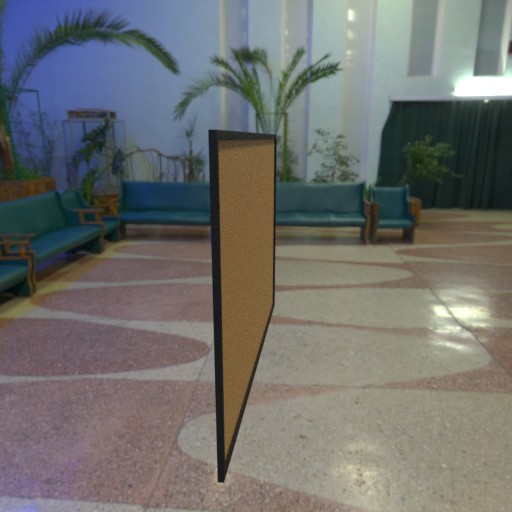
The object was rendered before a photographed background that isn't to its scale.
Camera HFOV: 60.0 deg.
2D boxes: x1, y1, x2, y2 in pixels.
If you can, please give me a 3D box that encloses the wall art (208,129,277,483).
[{"bbox_3d":[0.000,0.000,1.243,0.013,0.665,0.963,2,15,8],"label":"wall art"}]
